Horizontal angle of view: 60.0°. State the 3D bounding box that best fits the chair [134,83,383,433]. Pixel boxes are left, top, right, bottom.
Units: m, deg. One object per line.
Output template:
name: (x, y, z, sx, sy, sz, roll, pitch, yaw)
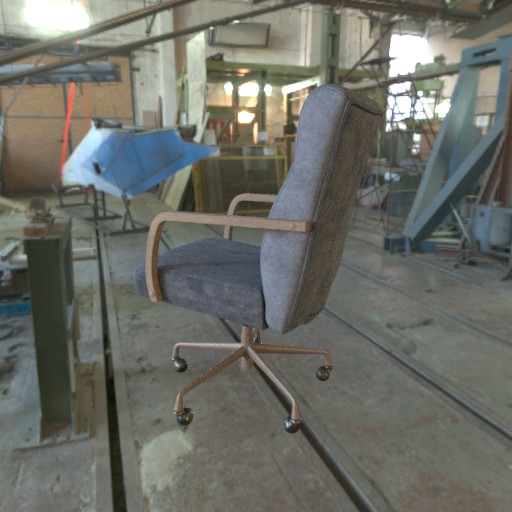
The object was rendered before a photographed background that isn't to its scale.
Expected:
chair: (0.000, 0.000, 1.513, 0.741, 1.029, 0.640, 7, 16, 24)
